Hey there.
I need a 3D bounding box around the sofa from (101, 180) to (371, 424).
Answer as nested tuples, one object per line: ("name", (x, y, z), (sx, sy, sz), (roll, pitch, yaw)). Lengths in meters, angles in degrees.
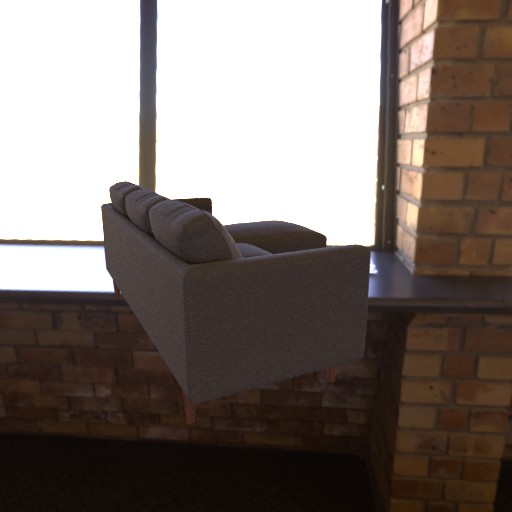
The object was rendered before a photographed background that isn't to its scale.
("sofa", (0.000, 0.000, 2.850), (1.591, 0.897, 2.031), (-7, 16, -26))
